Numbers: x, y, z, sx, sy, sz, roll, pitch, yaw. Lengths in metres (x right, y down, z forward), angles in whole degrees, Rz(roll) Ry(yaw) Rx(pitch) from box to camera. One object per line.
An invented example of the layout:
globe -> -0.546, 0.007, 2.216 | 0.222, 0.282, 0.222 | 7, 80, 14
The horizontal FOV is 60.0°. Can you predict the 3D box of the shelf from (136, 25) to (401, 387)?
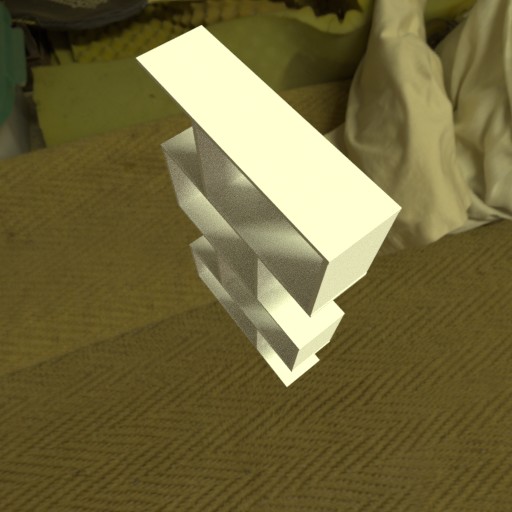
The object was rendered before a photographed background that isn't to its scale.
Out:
shelf -> 0.000, 0.000, 1.988 | 0.250, 1.650, 0.890 | -35, 69, -16
